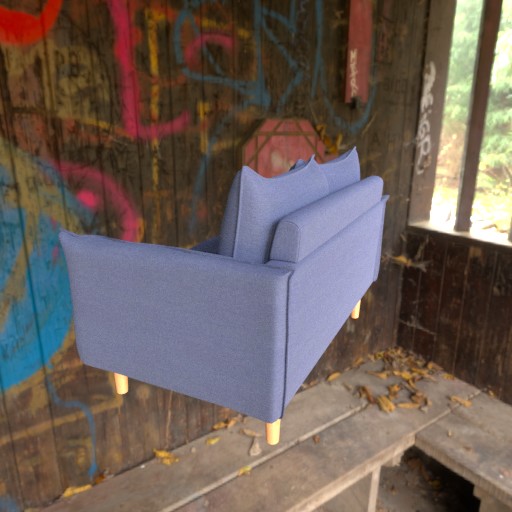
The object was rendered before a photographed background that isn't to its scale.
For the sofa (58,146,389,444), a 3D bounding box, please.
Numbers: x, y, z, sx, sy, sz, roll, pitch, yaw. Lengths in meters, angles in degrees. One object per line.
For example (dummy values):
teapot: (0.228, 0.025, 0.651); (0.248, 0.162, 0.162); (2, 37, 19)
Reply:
sofa: (0.000, 0.000, 1.823); (0.820, 0.840, 1.300); (8, 18, 25)
